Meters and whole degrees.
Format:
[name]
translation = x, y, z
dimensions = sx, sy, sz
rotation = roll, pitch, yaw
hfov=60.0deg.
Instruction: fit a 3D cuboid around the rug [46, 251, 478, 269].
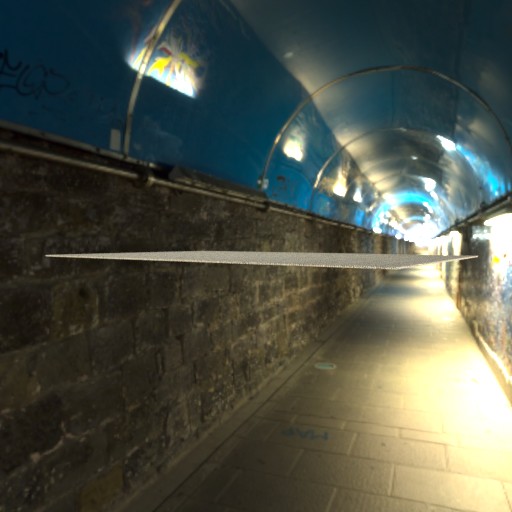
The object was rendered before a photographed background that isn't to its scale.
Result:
[rug]
translation = 0.000, 0.000, 2.143
dimensions = 1.752, 0.006, 1.142
rotation = 1, 2, 36
